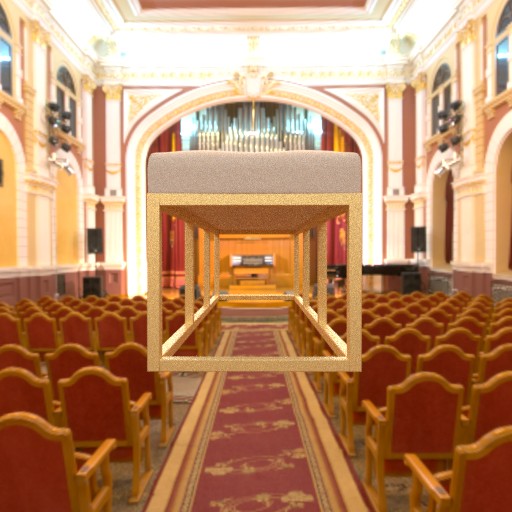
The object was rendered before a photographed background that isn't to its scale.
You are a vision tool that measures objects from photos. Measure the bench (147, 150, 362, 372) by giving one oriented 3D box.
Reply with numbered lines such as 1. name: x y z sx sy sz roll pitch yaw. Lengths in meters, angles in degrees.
1. bench: 0.000 0.000 1.676 0.457 0.484 1.473 0 0 0
